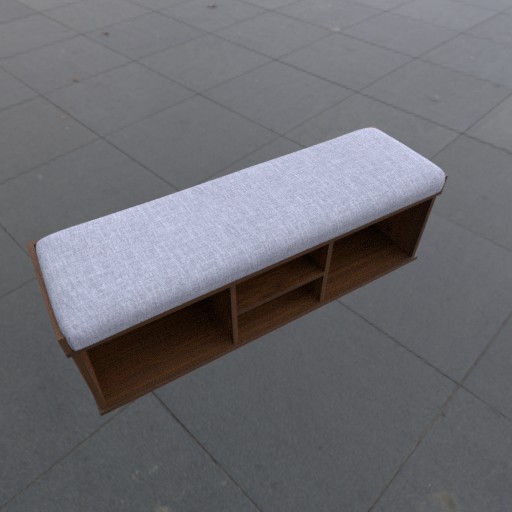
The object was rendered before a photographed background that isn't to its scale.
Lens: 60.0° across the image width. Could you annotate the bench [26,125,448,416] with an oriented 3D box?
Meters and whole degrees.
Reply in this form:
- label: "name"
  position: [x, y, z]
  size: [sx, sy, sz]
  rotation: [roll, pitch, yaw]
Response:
- label: "bench"
  position: [0.000, 0.000, 1.416]
  size: [1.196, 0.468, 0.367]
  rotation: [-23, 50, -21]
